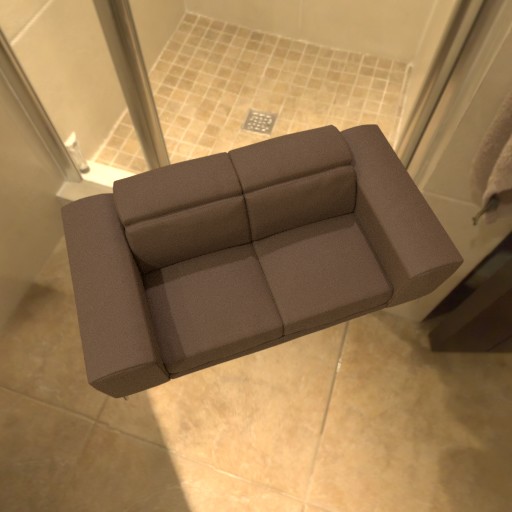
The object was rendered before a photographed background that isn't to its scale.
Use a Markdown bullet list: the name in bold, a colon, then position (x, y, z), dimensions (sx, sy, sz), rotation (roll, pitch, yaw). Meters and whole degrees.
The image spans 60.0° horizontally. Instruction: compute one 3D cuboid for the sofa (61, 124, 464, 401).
- **sofa**: position (0.000, 0.000, 2.481), dimensions (1.895, 0.779, 1.003), rotation (-17, 63, -9)
